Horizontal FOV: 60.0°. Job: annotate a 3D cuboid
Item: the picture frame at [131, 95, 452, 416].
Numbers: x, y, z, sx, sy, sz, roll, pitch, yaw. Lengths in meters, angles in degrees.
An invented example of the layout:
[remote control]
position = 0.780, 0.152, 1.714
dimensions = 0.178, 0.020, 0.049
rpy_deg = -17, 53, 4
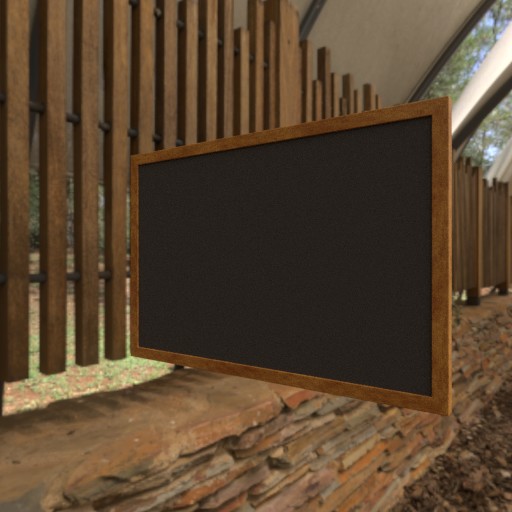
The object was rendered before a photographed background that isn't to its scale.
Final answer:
[picture frame]
position = 0.000, 0.000, 1.129
dimensions = 0.922, 0.621, 0.029
rpy_deg = 0, 0, 34
